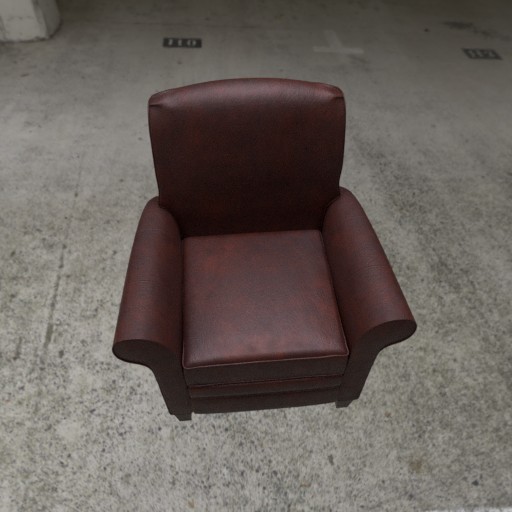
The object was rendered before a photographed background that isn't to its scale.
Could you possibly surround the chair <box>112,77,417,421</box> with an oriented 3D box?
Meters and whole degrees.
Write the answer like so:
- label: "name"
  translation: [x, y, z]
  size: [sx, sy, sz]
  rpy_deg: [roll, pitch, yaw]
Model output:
- label: "chair"
  translation: [0.000, 0.000, 1.755]
  size: [0.978, 1.061, 0.902]
  rpy_deg: [-4, 46, -3]
